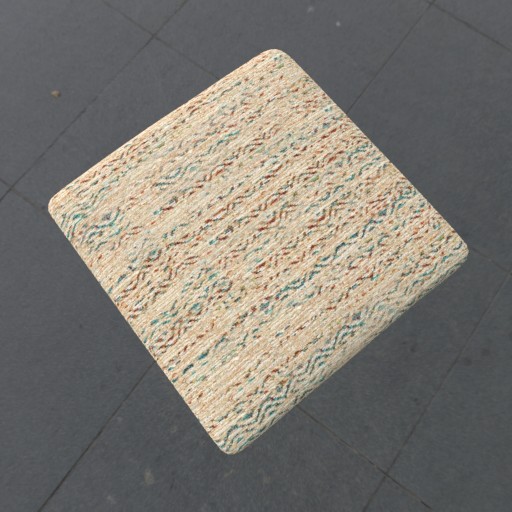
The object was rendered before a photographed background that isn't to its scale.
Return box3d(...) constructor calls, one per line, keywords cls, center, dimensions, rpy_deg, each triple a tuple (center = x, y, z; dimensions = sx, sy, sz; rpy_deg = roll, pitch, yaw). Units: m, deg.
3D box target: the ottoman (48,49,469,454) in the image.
box3d(cls="ottoman", center=(0.000, 0.000, 0.910), dimensions=(0.512, 0.453, 0.521), rpy_deg=(-38, 79, -9))
